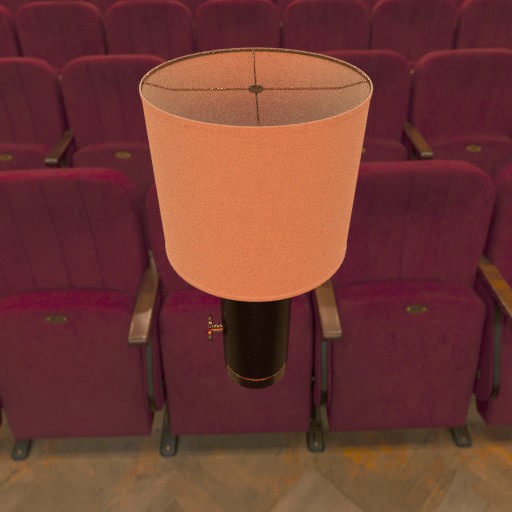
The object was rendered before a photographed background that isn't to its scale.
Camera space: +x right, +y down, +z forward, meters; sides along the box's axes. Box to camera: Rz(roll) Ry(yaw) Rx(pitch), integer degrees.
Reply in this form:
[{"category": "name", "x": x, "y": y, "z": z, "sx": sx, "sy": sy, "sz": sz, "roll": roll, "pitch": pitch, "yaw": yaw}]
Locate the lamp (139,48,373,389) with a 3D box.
[{"category": "lamp", "x": 0.000, "y": 0.000, "z": 0.619, "sx": 0.240, "sy": 0.482, "sz": 0.241, "roll": -1, "pitch": 40, "yaw": -1}]
